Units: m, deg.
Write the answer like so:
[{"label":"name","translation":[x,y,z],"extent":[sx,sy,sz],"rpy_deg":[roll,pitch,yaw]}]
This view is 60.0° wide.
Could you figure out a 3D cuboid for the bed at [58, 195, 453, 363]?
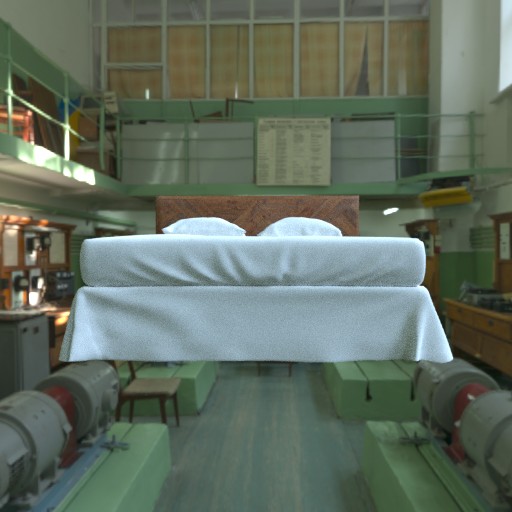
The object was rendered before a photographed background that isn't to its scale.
[{"label":"bed","translation":[0.000,0.000,3.395],"extent":[2.255,1.158,2.165],"rpy_deg":[0,1,1]}]
